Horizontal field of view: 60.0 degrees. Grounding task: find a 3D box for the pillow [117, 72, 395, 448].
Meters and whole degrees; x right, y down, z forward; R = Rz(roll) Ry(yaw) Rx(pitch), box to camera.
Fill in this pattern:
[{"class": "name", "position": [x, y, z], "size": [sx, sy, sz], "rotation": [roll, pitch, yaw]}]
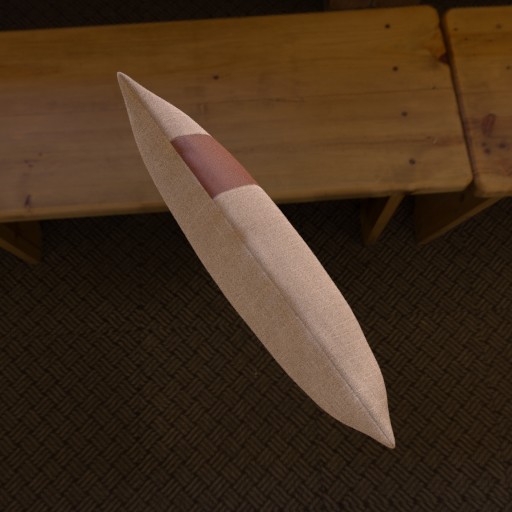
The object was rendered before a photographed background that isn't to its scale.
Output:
[{"class": "pillow", "position": [0.000, 0.000, 0.708], "size": [0.155, 0.282, 0.612], "rotation": [-35, 78, -9]}]
